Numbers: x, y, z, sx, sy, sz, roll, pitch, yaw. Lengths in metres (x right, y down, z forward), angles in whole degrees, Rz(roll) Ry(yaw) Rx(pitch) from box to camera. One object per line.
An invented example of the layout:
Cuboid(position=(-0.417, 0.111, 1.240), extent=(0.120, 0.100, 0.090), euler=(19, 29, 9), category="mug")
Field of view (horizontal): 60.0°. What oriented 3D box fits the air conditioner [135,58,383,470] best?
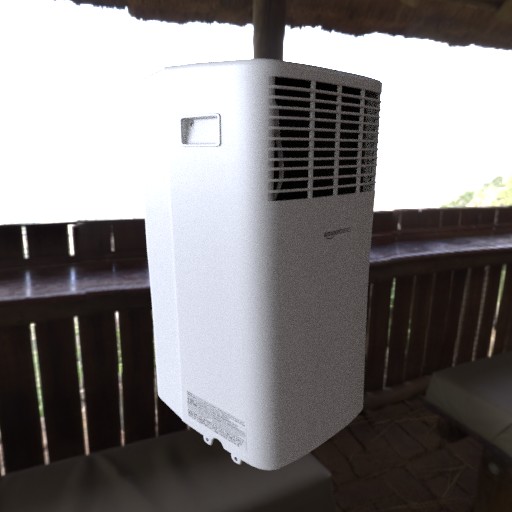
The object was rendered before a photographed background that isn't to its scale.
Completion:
Cuboid(position=(0.000, 0.000, 0.790), extent=(0.304, 0.606, 0.349), euler=(-13, 18, -43), category="air conditioner")
